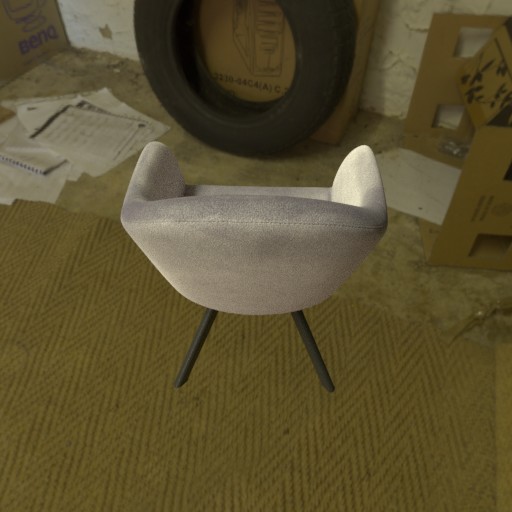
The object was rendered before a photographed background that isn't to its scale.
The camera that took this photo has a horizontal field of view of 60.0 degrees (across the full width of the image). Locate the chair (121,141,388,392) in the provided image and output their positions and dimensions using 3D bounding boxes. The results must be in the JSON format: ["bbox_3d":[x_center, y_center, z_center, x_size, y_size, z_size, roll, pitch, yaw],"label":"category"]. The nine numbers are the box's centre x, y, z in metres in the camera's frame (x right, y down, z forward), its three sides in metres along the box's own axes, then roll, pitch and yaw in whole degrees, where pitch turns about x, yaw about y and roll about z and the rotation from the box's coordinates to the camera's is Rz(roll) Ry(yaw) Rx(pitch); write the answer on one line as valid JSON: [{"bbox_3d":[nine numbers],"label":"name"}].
[{"bbox_3d":[0.000,0.000,1.134,0.570,0.780,0.540,1,49,1],"label":"chair"}]
